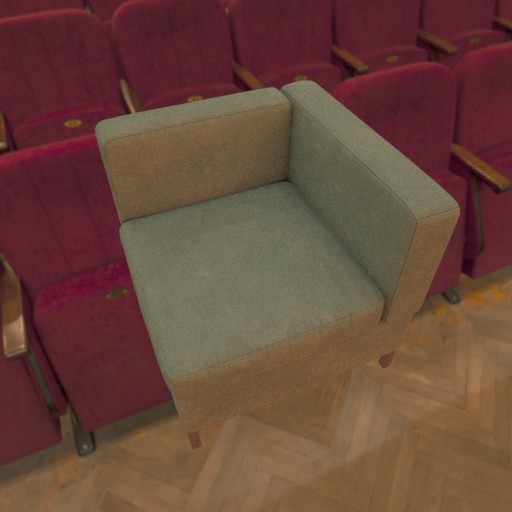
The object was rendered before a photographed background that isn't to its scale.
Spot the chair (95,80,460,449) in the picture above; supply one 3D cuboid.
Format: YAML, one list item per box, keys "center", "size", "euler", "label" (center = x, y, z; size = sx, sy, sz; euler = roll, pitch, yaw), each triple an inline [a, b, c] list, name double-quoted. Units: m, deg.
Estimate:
- center: [0.000, 0.000, 1.242]
  size: [0.680, 0.660, 0.680]
  euler: [-17, 48, -16]
  label: "chair"
